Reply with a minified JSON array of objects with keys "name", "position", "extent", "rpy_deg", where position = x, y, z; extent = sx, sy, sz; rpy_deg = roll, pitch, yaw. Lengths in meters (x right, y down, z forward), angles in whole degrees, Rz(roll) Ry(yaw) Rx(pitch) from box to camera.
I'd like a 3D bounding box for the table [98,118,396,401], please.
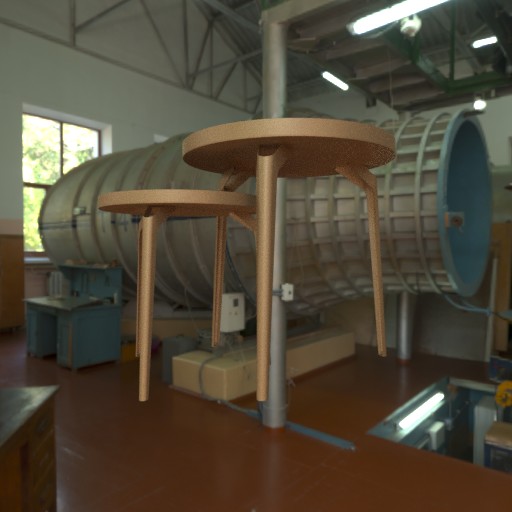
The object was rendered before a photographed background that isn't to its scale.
[{"name":"table","position":[0.000,0.000,1.120],"extent":[0.751,0.555,0.532],"rpy_deg":[0,1,-16]}]
